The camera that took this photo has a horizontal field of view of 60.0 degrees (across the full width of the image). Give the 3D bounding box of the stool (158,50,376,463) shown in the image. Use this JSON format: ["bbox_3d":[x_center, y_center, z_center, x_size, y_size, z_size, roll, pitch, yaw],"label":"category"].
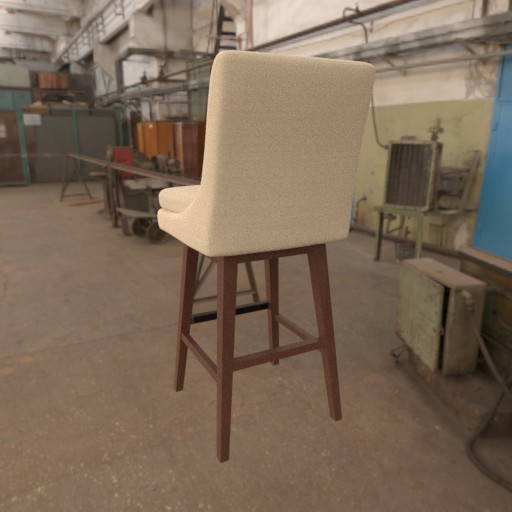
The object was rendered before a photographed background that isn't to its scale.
[{"bbox_3d":[0.000,0.000,1.396,0.483,1.093,0.559,-8,17,-27],"label":"stool"}]
